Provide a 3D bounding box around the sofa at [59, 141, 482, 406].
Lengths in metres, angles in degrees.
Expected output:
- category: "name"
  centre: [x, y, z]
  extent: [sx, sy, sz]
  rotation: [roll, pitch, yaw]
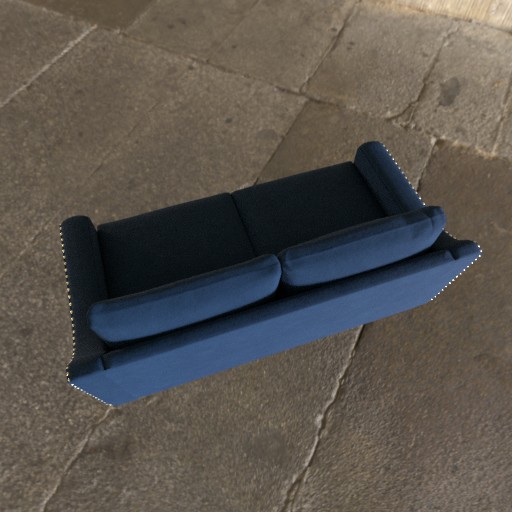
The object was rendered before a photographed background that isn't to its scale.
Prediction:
- category: "sofa"
  centre: [0.000, 0.000, 2.653]
  extent: [2.107, 0.983, 1.104]
  rotation: [-16, 59, -10]
